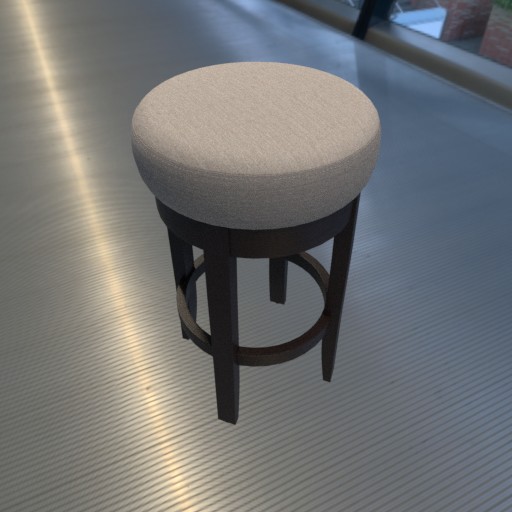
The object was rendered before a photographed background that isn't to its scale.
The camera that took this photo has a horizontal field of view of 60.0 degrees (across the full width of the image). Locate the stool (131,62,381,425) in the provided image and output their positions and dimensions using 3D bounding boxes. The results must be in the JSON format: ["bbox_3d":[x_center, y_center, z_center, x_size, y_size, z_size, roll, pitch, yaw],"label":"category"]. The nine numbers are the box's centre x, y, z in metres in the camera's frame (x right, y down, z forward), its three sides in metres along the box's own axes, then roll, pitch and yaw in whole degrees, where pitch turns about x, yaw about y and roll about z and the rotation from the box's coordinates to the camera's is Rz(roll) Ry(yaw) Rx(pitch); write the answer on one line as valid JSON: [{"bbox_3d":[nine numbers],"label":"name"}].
[{"bbox_3d":[0.000,0.000,1.013,0.443,0.757,0.443,0,42,0],"label":"stool"}]
